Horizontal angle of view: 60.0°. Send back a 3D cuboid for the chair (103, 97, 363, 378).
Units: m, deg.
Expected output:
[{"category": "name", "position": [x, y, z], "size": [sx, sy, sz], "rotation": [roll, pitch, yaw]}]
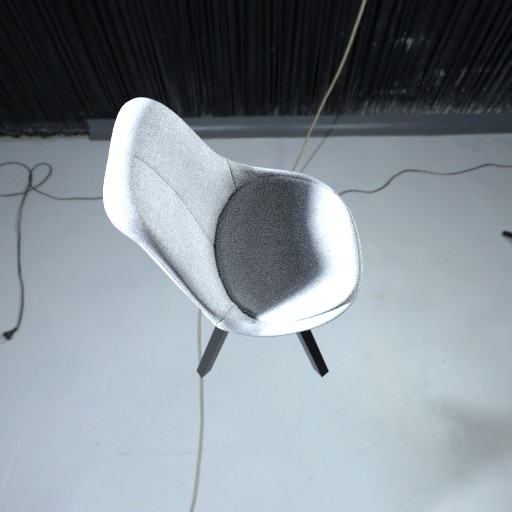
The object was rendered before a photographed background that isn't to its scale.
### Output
[{"category": "chair", "position": [0.000, 0.000, 1.183], "size": [0.550, 0.850, 0.485], "rotation": [-1, 63, 0]}]
